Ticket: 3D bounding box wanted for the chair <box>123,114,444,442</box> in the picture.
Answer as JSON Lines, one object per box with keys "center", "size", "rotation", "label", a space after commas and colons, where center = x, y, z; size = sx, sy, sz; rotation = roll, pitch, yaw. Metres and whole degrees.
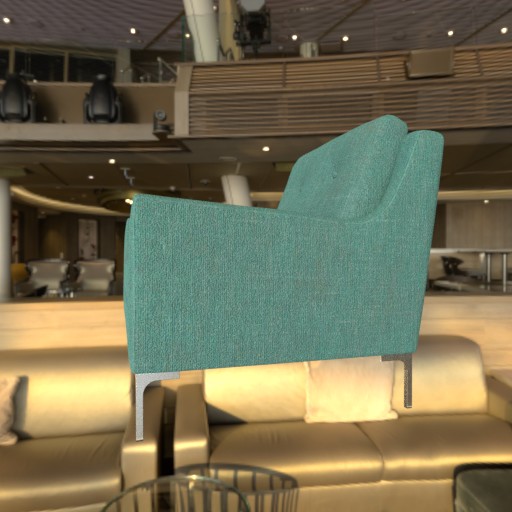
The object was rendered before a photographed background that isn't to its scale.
{"center": [0.000, 0.000, 1.493], "size": [0.849, 0.828, 0.847], "rotation": [0, 1, -17], "label": "chair"}
